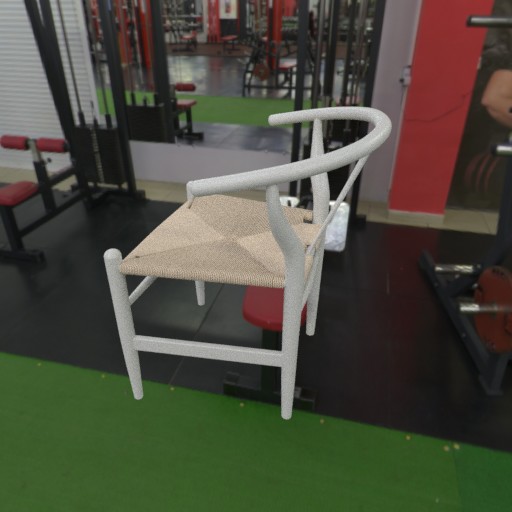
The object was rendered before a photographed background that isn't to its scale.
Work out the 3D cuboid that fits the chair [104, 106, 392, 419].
[{"bbox_3d":[0.000,0.000,1.154,0.579,0.730,0.569,8,31,14],"label":"chair"}]
